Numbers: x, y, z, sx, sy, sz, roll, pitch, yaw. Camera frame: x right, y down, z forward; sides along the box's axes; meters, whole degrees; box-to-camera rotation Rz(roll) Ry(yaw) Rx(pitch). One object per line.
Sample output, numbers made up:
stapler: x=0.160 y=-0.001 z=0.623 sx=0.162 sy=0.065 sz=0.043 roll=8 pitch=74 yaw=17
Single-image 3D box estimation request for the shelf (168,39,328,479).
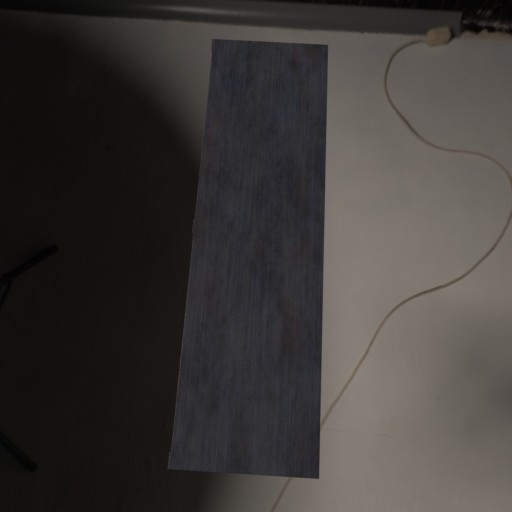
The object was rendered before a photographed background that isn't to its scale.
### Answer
shelf: x=0.000 y=0.000 z=1.904 sx=0.479 sy=0.719 sz=1.575 roll=3 pitch=75 yaw=1
